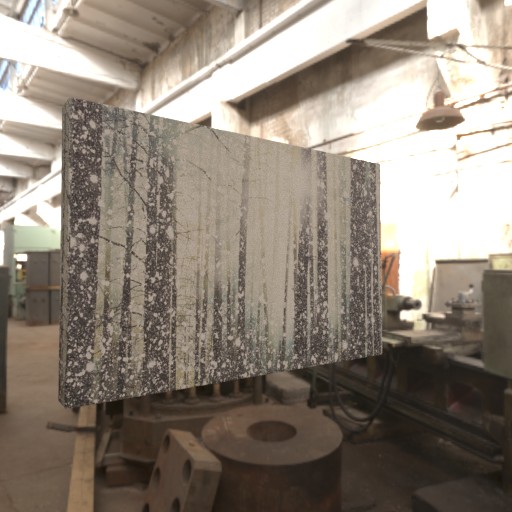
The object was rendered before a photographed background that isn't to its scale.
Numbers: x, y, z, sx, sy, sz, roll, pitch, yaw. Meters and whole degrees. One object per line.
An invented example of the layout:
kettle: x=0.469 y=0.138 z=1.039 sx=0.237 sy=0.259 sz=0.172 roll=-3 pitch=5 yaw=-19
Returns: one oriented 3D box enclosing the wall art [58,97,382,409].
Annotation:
wall art: x=0.000 y=0.000 z=0.758 sx=0.618 sy=0.398 sz=0.042 roll=1 pitch=-2 yaw=-35
